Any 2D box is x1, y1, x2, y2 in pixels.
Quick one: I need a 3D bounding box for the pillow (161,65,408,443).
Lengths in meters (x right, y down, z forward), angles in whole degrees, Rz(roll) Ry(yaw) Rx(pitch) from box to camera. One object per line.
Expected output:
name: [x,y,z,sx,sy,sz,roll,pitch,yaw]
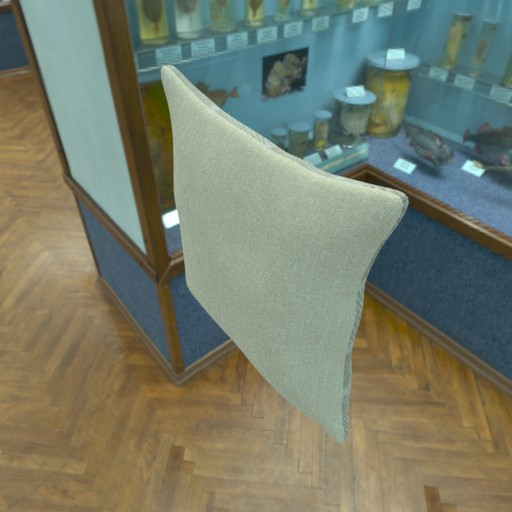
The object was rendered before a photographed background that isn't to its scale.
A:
pillow: [0.000,0.000,0.649,0.138,0.432,0.436,-26,47,-27]
